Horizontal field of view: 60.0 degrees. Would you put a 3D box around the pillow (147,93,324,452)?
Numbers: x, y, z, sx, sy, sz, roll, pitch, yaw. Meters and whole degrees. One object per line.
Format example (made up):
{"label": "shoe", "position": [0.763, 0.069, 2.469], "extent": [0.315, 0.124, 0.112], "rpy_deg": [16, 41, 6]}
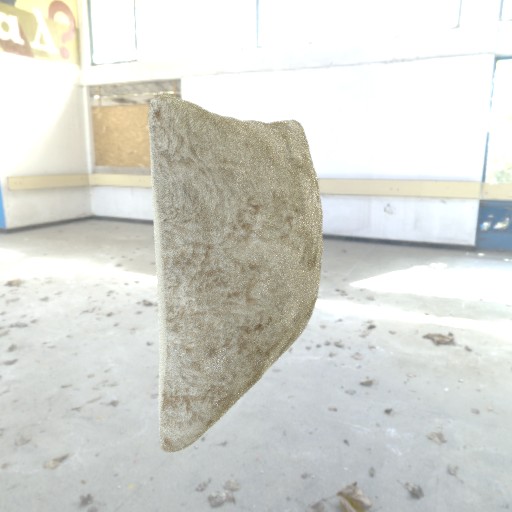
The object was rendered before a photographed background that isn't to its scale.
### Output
{"label": "pillow", "position": [0.000, 0.000, 0.825], "extent": [0.216, 0.525, 0.538], "rpy_deg": [6, 15, 25]}
